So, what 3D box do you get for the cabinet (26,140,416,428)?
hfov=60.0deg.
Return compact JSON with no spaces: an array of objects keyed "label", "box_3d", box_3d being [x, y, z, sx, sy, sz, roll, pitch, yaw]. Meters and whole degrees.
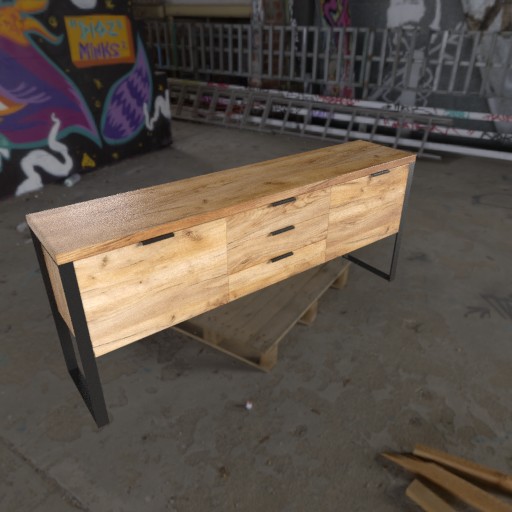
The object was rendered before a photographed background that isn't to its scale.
[{"label":"cabinet","box_3d":[0.000,0.000,2.130,1.800,0.762,0.395,-20,35,-32]}]
